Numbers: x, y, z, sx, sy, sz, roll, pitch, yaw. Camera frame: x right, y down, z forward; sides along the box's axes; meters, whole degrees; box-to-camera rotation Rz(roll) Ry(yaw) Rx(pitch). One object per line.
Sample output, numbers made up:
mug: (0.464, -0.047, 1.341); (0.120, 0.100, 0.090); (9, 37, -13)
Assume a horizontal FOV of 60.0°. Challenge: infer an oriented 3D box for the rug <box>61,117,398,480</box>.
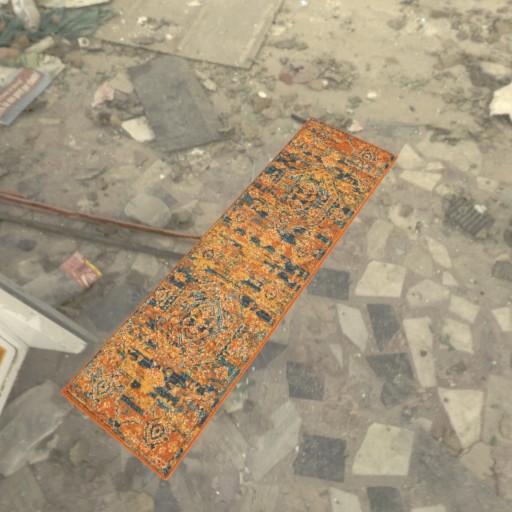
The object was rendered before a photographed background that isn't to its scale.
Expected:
rug: (0.000, 0.000, 2.460); (0.651, 0.016, 2.274); (31, 63, 17)
